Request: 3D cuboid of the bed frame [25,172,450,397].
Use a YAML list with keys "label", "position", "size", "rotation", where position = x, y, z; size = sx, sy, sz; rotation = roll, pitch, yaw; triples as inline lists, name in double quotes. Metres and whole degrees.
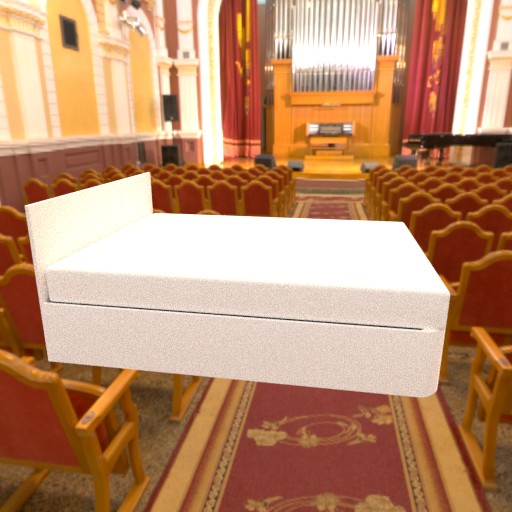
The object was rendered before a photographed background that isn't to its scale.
- label: "bed frame"
  position: [0.000, 0.000, 2.643]
  size: [1.900, 0.800, 1.400]
  rotation: [3, 17, 9]
